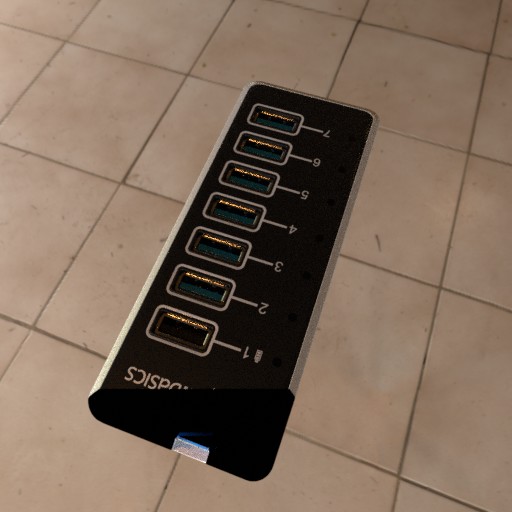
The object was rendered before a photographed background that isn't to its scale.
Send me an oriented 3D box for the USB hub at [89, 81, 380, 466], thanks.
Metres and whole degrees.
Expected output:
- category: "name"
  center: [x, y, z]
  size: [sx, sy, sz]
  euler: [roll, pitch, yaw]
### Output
- category: "USB hub"
  center: [0.000, 0.000, 0.127]
  size: [0.044, 0.023, 0.110]
  euler: [18, 65, 8]
